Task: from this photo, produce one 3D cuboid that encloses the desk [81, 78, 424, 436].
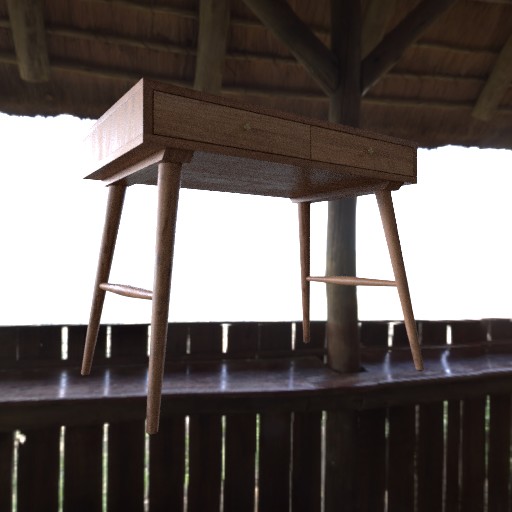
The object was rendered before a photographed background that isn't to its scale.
[{"bbox_3d":[0.000,0.000,1.431,0.949,0.758,0.588,0,0,-35],"label":"desk"}]
